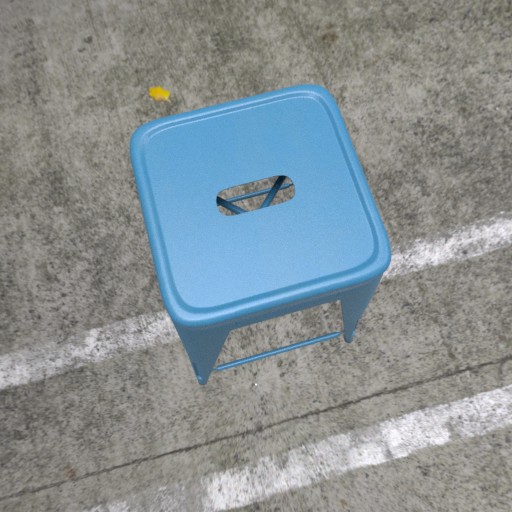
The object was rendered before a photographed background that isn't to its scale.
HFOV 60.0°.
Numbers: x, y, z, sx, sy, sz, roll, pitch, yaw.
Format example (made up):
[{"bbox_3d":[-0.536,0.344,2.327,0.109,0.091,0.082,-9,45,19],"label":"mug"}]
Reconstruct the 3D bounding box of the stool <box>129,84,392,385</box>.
[{"bbox_3d":[0.000,0.000,0.890,0.410,0.608,0.410,-15,74,-4],"label":"stool"}]
